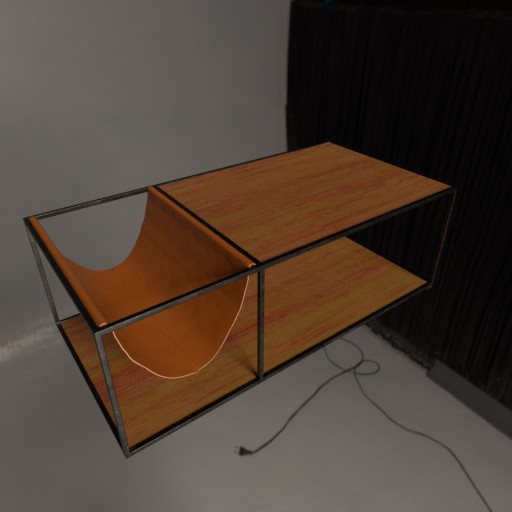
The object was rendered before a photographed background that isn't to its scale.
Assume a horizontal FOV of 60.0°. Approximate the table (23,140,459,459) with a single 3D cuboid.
[{"bbox_3d":[0.000,0.000,1.453,1.199,0.403,0.597,-21,38,-30],"label":"table"}]
